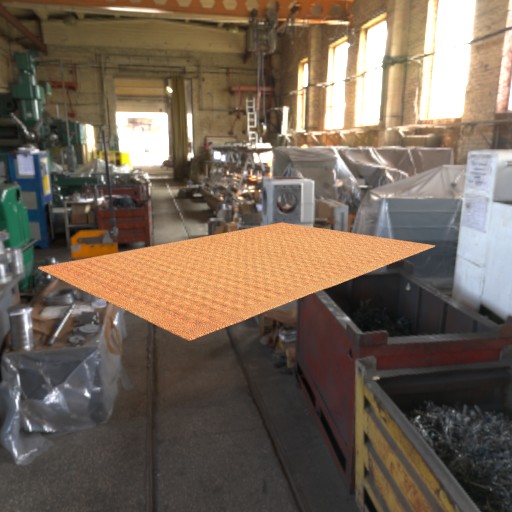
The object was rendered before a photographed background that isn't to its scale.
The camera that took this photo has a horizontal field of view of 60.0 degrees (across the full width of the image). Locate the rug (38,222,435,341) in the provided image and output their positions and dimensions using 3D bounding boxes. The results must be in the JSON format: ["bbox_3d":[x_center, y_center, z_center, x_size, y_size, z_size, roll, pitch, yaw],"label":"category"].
[{"bbox_3d":[0.000,0.000,2.287,1.143,0.006,1.747,13,19,42],"label":"rug"}]
